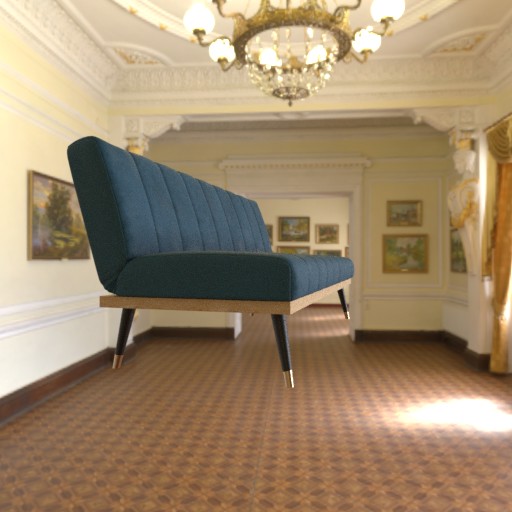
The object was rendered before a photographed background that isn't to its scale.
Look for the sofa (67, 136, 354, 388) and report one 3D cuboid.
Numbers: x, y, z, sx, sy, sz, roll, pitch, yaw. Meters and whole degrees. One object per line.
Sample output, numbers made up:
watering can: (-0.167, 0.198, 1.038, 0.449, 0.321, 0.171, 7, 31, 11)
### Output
sofa: (0.000, 0.000, 2.277, 0.830, 0.825, 1.810, 0, 0, 18)
